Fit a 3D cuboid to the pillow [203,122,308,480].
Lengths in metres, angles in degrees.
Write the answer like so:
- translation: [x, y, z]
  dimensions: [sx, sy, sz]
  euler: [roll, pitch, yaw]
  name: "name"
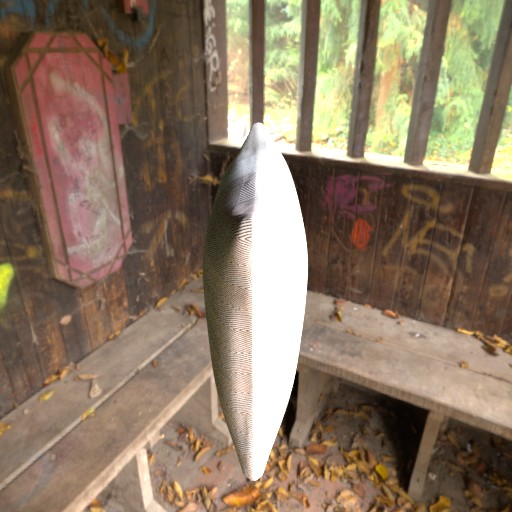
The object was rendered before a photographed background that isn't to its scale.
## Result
- translation: [0.000, 0.000, 0.642]
  dimensions: [0.139, 0.305, 0.506]
  euler: [0, 26, 1]
  name: "pillow"
